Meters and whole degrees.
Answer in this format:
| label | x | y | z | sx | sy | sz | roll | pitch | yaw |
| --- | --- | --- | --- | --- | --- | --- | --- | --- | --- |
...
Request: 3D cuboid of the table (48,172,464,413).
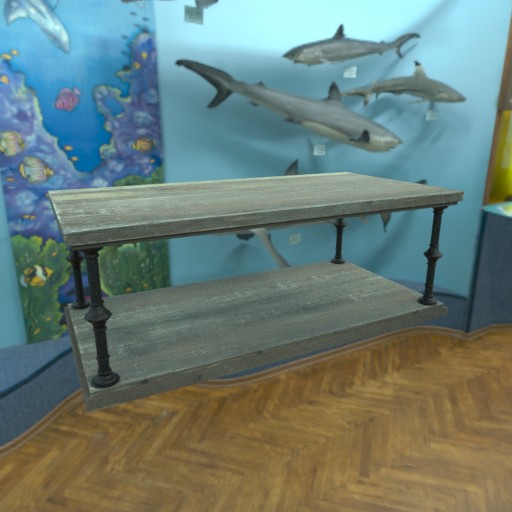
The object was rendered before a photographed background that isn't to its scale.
| label | x | y | z | sx | sy | sz | roll | pitch | yaw |
| --- | --- | --- | --- | --- | --- | --- | --- | --- | --- |
| table | 0.000 | 0.000 | 1.358 | 1.088 | 0.399 | 0.554 | -8 | 19 | -26 |
